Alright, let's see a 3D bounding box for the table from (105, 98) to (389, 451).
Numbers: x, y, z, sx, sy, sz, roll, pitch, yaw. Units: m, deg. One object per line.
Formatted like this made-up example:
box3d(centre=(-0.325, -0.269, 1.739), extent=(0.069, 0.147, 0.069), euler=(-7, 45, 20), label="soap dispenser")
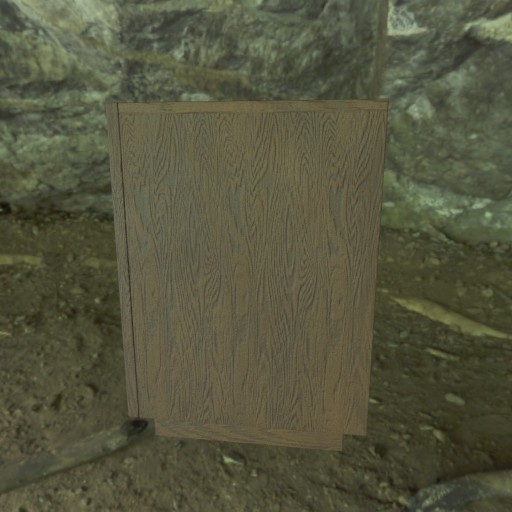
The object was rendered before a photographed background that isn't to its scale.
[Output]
box3d(centre=(0.000, 0.000, 0.967), extent=(0.439, 0.585, 0.560), euler=(2, 13, 7), label="table")
